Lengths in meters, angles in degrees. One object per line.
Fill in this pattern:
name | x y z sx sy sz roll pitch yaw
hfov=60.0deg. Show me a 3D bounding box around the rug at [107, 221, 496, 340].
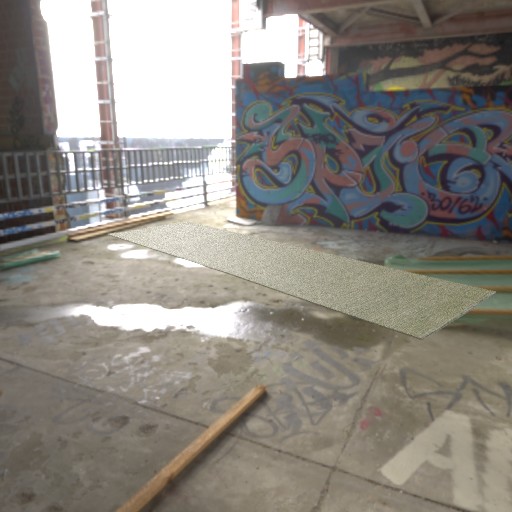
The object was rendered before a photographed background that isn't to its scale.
rug | 0.000 0.000 2.522 0.686 0.013 2.340 -14 20 -42
